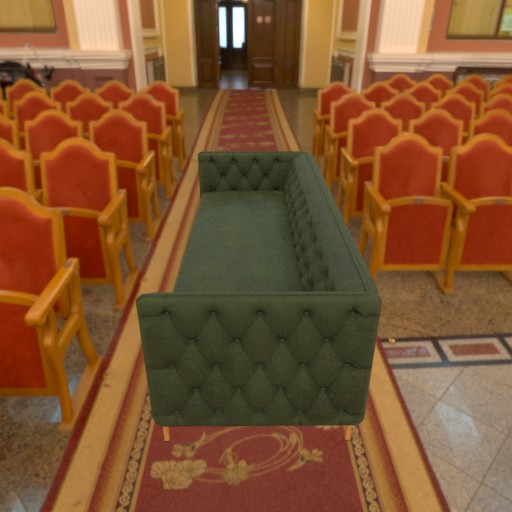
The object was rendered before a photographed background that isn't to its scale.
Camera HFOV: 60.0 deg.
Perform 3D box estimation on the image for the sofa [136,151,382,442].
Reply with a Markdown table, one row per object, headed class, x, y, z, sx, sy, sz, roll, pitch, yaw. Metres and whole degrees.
| class | x | y | z | sx | sy | sz | roll | pitch | yaw |
| --- | --- | --- | --- | --- | --- | --- | --- | --- | --- |
| sofa | 0.000 | 0.000 | 2.690 | 0.895 | 0.771 | 2.209 | 0 | 27 | 0 |
